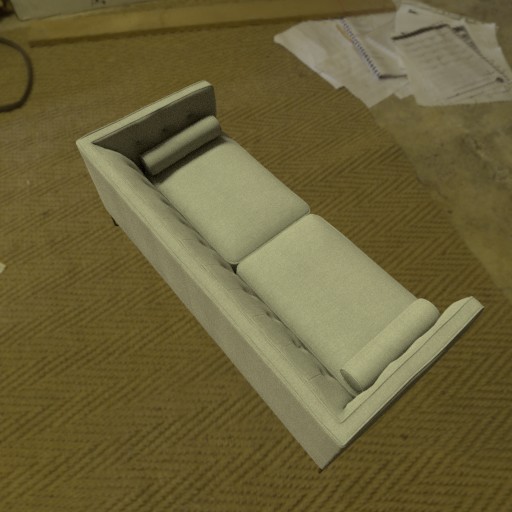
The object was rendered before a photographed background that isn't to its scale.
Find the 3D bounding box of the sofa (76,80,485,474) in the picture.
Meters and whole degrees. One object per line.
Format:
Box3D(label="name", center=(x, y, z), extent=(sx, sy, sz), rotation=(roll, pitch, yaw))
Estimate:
Box3D(label="sofa", center=(0.000, 0.000, 2.495), extent=(0.912, 0.798, 2.079), rotation=(-35, 64, -20))
